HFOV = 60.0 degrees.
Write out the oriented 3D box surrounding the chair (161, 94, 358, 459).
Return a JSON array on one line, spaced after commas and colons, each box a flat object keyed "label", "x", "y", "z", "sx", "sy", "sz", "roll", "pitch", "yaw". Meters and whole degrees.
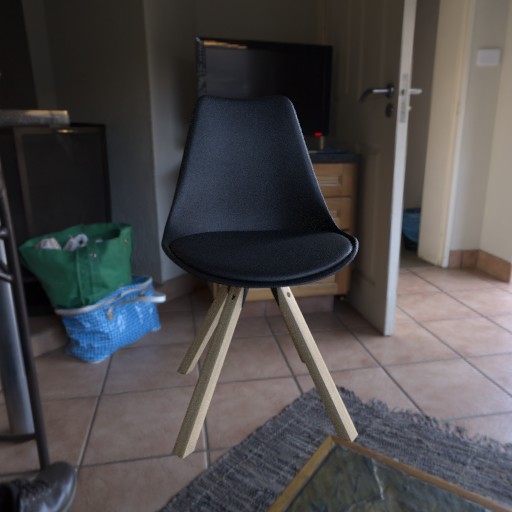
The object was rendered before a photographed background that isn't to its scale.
[{"label": "chair", "x": 0.000, "y": 0.000, "z": 1.185, "sx": 0.485, "sy": 0.850, "sz": 0.549, "roll": -2, "pitch": 16, "yaw": -8}]
